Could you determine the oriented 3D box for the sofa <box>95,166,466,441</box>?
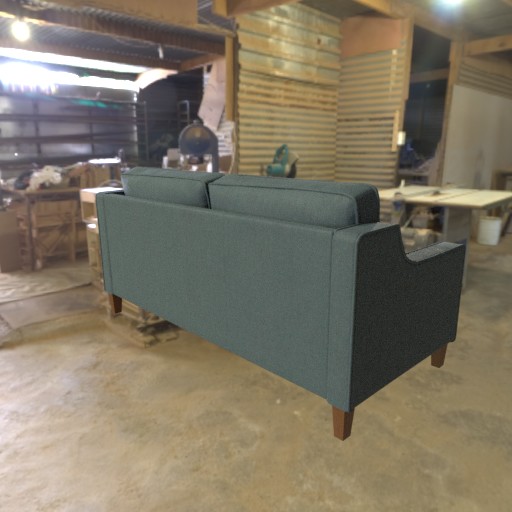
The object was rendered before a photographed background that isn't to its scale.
[{"bbox_3d":[0.000,0.000,2.806,1.066,1.071,2.178,-13,19,-42],"label":"sofa"}]
